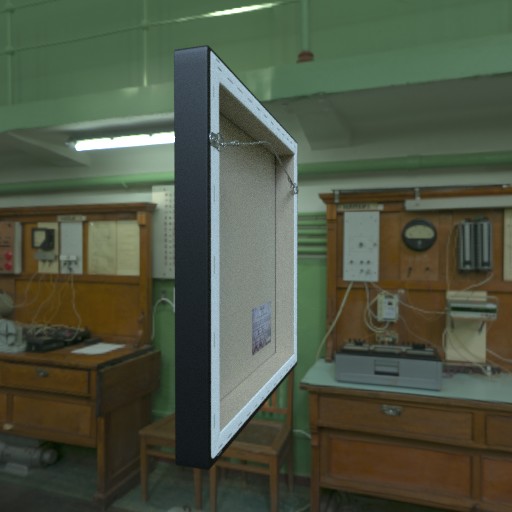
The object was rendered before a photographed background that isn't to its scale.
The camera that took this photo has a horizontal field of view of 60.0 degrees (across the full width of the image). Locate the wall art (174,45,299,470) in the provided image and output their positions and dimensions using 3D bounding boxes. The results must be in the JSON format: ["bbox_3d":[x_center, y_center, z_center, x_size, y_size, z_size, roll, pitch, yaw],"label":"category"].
[{"bbox_3d":[0.000,0.000,0.618,0.041,0.407,0.406,0,1,17],"label":"wall art"}]
